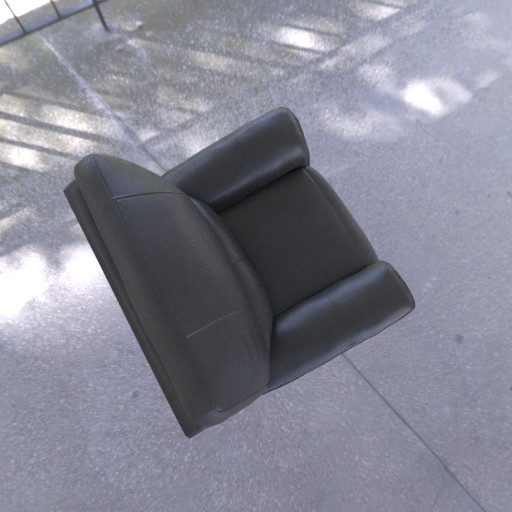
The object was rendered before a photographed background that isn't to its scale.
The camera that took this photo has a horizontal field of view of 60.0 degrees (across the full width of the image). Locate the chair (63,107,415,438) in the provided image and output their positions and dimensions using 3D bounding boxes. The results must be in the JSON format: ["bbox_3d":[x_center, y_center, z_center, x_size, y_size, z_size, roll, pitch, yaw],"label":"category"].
[{"bbox_3d":[0.000,0.000,1.967,1.087,1.109,1.096,-29,77,-7],"label":"chair"}]
